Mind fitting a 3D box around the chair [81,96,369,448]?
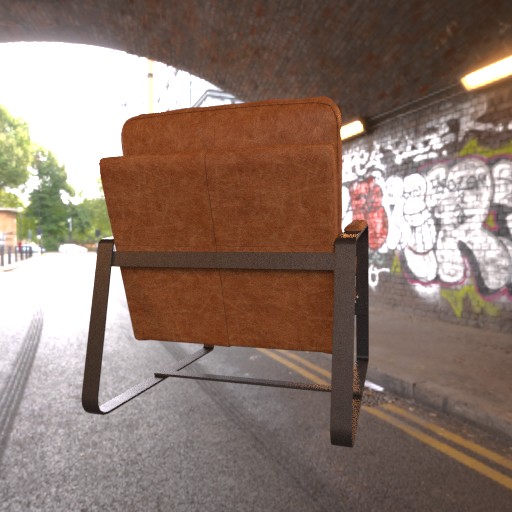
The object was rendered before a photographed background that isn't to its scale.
[{"bbox_3d":[0.000,0.000,1.359,0.651,0.777,0.801,1,2,17],"label":"chair"}]
